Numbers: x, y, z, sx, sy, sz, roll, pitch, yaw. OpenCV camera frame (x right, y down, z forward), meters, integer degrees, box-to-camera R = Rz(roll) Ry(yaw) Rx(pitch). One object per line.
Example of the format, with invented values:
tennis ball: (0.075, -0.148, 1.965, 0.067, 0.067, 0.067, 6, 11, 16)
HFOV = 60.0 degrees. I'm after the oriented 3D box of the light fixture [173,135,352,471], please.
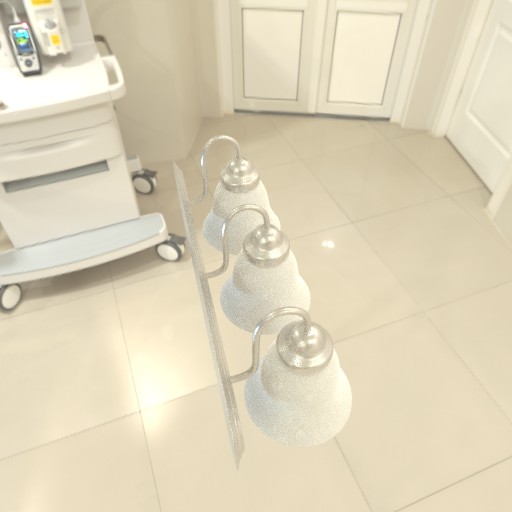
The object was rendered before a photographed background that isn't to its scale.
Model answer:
light fixture: (0.000, 0.000, 0.723, 0.199, 0.222, 0.610, -10, 47, -10)
